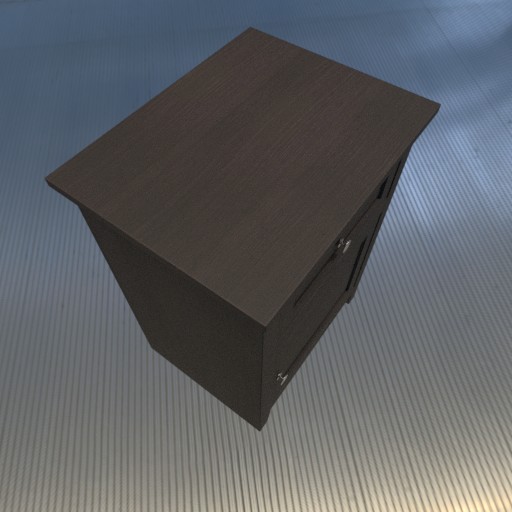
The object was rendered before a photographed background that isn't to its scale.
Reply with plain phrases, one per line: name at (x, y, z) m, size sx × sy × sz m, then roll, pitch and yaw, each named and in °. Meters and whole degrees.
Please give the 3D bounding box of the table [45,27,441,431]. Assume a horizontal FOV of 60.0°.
table at (0.000, 0.000, 0.927) m, size 0.381 × 0.635 × 0.480 m, roll 32°, pitch 62°, yaw 19°
